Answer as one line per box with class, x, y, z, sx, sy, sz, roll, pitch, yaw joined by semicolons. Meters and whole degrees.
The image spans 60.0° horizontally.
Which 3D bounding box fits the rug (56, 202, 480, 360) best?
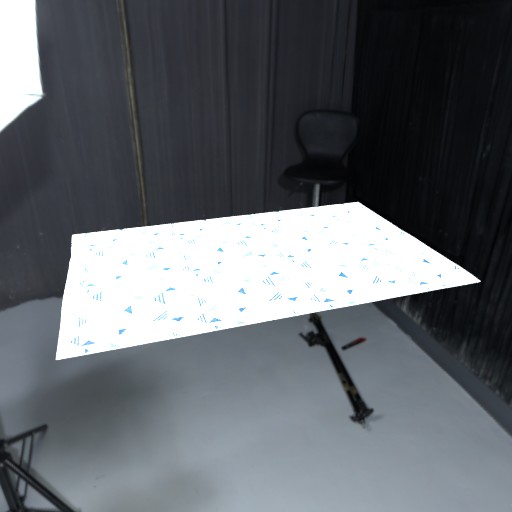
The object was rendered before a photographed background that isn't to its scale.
rug;0.000;0.000;3.055;2.457;0.009;1.512;-8;28;-16
